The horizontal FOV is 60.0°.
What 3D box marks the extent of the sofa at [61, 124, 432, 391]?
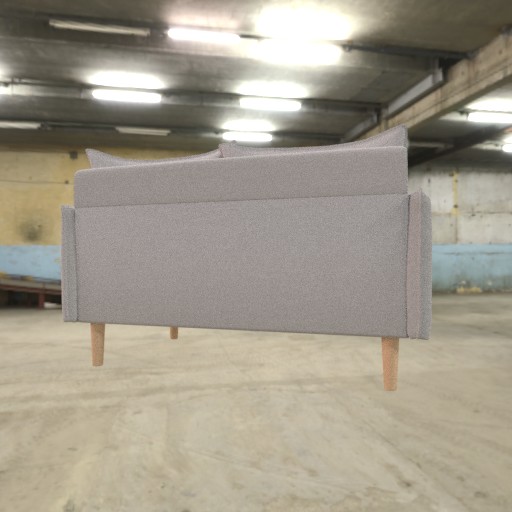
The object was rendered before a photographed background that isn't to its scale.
[{"bbox_3d":[0.000,0.000,1.831,1.300,0.840,0.820,0,-1,17],"label":"sofa"}]
